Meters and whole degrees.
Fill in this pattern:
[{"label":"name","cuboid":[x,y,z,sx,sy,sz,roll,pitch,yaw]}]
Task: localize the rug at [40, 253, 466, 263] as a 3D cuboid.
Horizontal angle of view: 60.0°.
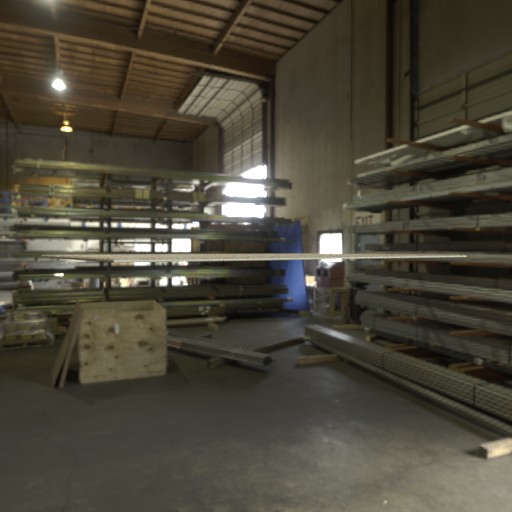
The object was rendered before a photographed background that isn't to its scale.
[{"label":"rug","cuboid":[0.000,0.000,2.288,1.839,0.012,1.219,-1,1,-35]}]
